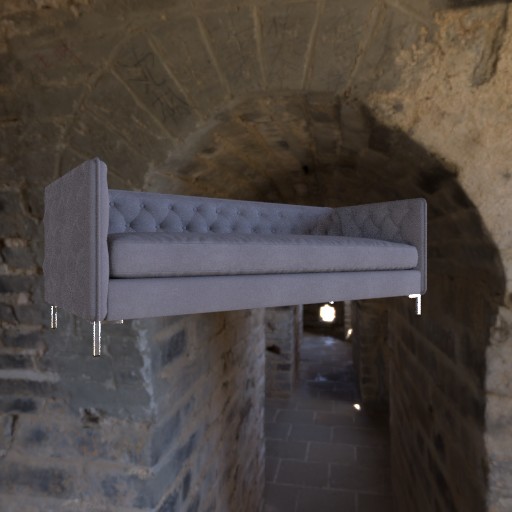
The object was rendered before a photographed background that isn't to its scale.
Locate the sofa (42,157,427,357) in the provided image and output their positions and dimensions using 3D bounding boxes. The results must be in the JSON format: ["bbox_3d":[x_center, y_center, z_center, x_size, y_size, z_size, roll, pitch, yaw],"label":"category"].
[{"bbox_3d":[0.000,0.000,2.643,2.209,0.771,0.895,0,0,-35],"label":"sofa"}]
